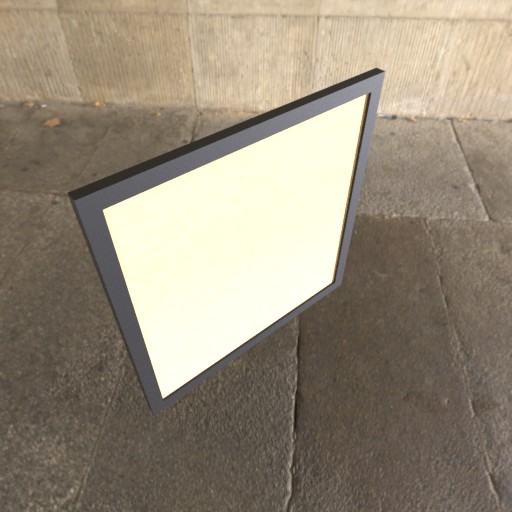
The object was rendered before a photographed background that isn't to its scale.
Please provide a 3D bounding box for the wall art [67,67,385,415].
[{"bbox_3d":[0.000,0.000,0.535,0.356,0.356,0.013,-30,53,-26],"label":"wall art"}]
